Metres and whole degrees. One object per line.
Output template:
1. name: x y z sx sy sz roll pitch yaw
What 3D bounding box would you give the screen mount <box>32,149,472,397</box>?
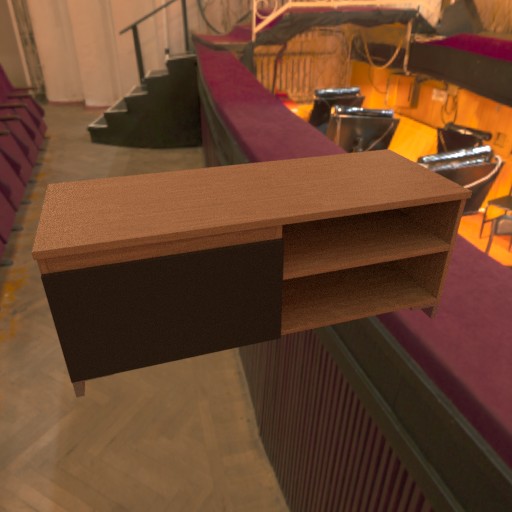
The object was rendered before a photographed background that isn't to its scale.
1. screen mount: 0.000 0.000 1.315 1.084 0.432 0.406 -9 31 -15
